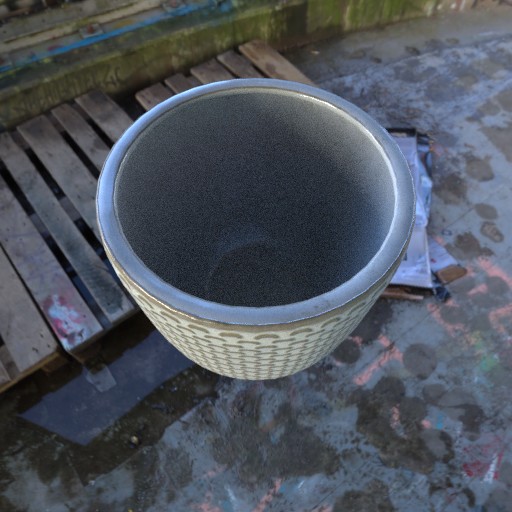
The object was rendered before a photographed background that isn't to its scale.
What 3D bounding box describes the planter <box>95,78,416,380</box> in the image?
[{"bbox_3d":[0.000,0.000,0.305,0.173,0.160,0.173,0,59,0],"label":"planter"}]
